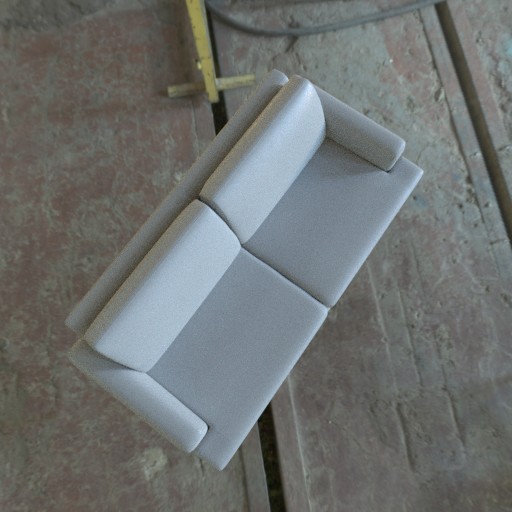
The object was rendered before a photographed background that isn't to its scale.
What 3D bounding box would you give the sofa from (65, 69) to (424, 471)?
[{"bbox_3d":[0.000,0.000,2.356,0.974,0.765,1.940,35,78,9],"label":"sofa"}]
